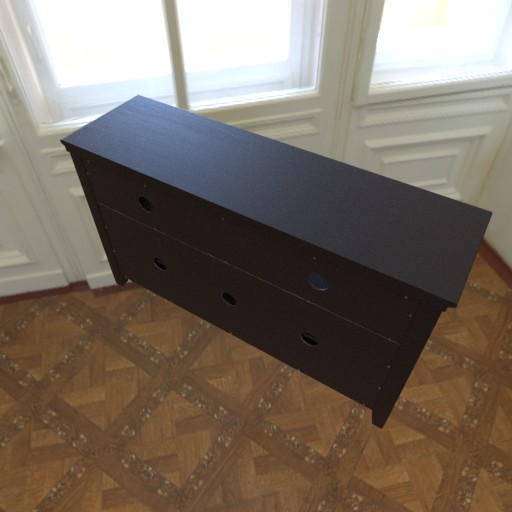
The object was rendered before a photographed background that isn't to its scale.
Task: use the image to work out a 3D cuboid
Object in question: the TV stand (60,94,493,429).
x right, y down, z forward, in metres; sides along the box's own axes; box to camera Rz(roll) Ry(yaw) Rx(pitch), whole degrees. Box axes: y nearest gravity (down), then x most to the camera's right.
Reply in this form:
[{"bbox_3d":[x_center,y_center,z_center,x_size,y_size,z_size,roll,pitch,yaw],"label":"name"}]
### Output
[{"bbox_3d":[0.000,0.000,1.483,1.198,0.681,0.347,24,51,21],"label":"TV stand"}]
